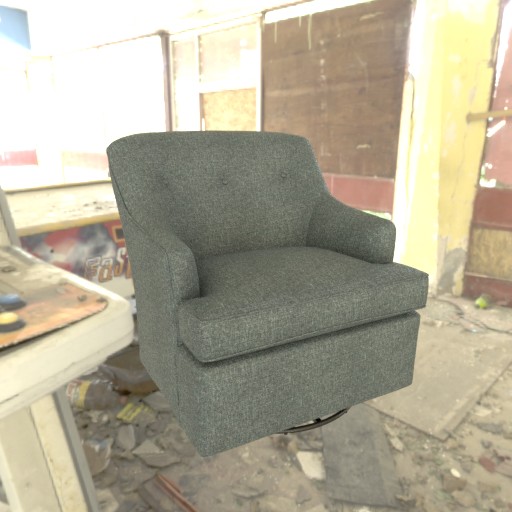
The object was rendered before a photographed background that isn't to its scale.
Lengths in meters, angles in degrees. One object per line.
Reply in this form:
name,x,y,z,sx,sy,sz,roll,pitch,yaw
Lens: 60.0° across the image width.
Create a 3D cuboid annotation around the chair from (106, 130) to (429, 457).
chair,0.000,0.000,1.581,0.864,0.856,0.923,-8,18,-26
